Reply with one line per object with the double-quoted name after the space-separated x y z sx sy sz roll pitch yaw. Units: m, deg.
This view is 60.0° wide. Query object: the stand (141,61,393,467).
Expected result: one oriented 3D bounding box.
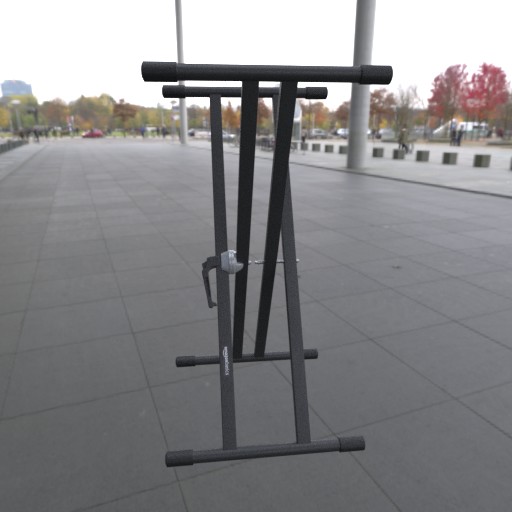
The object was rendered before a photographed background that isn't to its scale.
0.000 0.000 1.195 0.495 0.900 0.503 -2 16 -7 "stand"
